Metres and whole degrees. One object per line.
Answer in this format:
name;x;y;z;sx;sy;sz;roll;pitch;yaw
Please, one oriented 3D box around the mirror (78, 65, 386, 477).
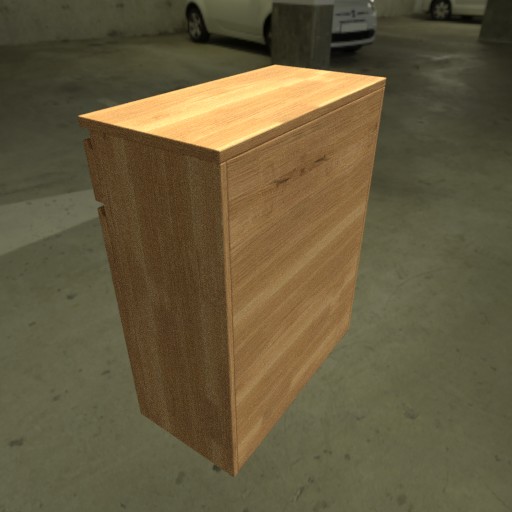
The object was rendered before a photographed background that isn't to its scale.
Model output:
mirror;0.000;0.000;1.422;0.400;1.000;0.800;20;38;29
